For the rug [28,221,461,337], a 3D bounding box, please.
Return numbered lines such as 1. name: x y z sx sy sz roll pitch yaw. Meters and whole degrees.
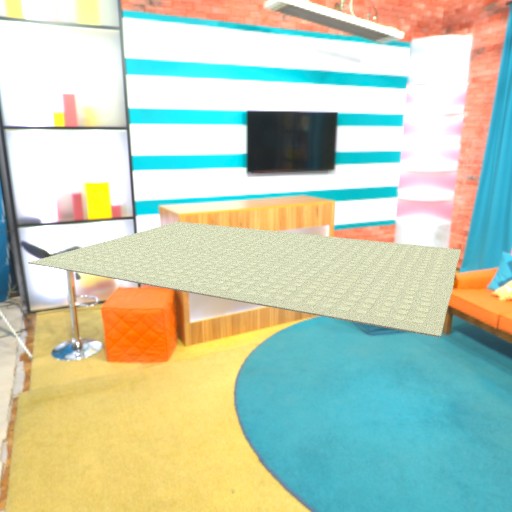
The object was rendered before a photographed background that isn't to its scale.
1. rug: 0.000 0.000 2.123 1.747 0.006 1.143 7 16 26
